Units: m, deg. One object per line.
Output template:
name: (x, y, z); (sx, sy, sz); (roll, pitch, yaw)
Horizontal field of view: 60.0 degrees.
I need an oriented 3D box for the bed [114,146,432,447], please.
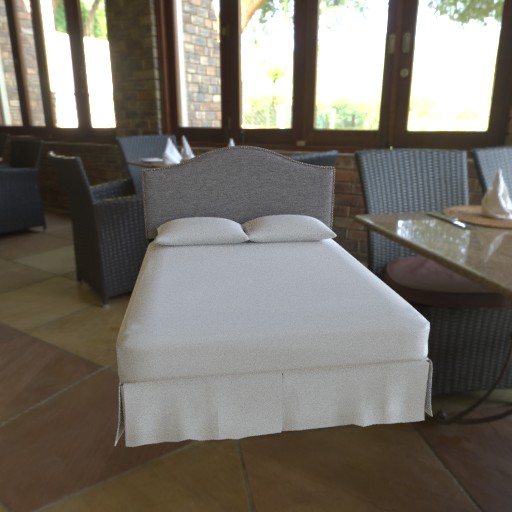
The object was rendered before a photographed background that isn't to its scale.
bed: (0.000, 0.000, 2.872); (1.610, 1.295, 1.870); (-2, 17, -8)
